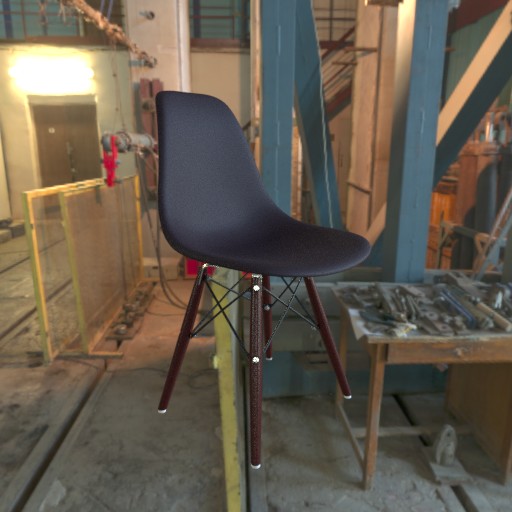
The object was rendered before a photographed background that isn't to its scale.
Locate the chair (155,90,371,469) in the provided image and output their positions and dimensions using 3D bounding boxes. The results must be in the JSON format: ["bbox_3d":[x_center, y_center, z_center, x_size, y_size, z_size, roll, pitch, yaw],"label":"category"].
[{"bbox_3d":[0.000,0.000,1.128,0.533,0.826,0.470,12,18,41],"label":"chair"}]
